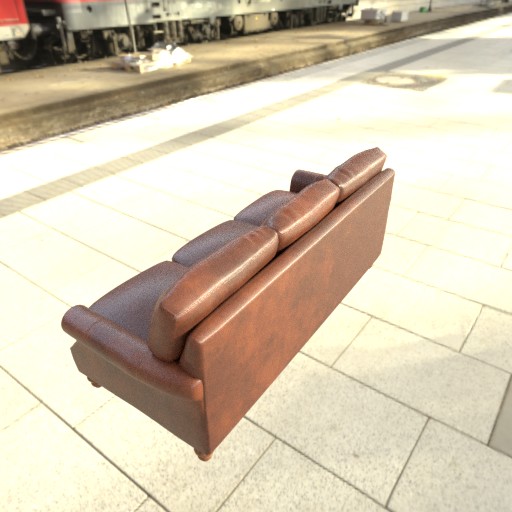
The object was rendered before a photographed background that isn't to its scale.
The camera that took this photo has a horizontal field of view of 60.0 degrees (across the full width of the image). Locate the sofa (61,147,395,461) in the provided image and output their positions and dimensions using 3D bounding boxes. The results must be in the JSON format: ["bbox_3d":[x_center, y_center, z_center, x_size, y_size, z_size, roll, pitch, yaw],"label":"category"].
[{"bbox_3d":[0.000,0.000,2.829,0.973,0.977,2.351,20,38,29],"label":"sofa"}]
